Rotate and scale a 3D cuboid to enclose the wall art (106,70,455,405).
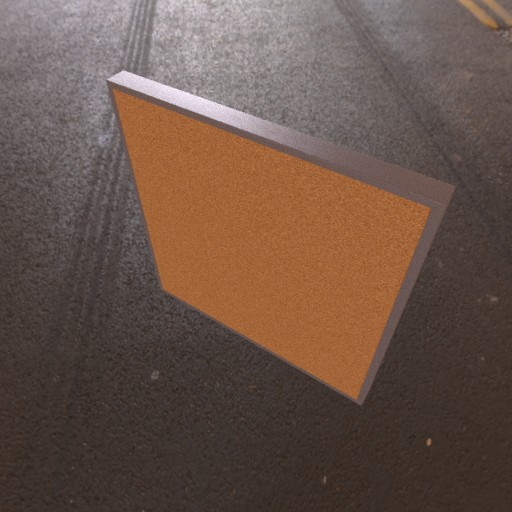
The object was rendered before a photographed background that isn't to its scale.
[{"bbox_3d":[0.000,0.000,0.524,0.349,0.349,0.028,26,53,22],"label":"wall art"}]
